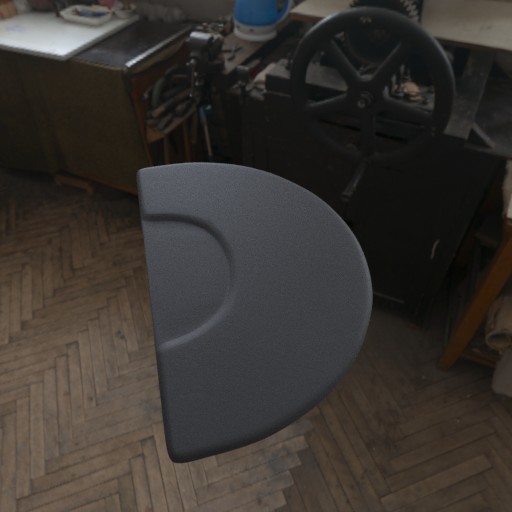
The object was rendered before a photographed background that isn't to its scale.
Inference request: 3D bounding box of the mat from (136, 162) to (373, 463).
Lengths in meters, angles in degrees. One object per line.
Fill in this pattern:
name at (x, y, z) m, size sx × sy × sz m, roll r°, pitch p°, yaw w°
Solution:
mat at (0.000, 0.000, 1.884) m, size 0.917 × 0.022 × 1.525 m, roll -10°, pitch 47°, yaw -10°
